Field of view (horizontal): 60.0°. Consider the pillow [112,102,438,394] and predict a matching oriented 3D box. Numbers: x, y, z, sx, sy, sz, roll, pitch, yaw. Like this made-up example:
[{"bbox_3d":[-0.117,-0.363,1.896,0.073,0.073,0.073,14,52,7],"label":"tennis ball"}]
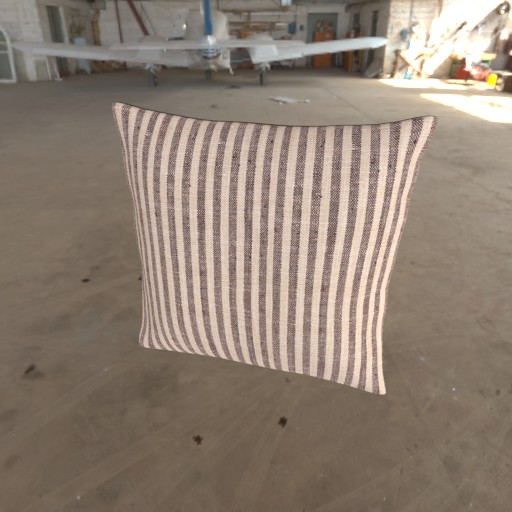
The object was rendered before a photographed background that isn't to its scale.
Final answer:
[{"bbox_3d":[0.000,0.000,0.790,0.523,0.506,0.166,8,28,15],"label":"pillow"}]
